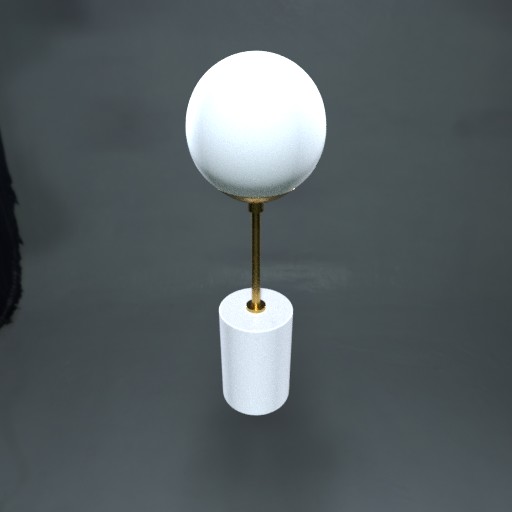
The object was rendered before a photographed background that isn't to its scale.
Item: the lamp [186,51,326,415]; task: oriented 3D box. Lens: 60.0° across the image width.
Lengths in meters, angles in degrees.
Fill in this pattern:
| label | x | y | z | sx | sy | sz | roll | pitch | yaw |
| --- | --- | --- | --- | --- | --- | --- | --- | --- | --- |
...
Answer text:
| label | x | y | z | sx | sy | sz | roll | pitch | yaw |
| --- | --- | --- | --- | --- | --- | --- | --- | --- | --- |
| lamp | 0.000 | 0.000 | 0.571 | 0.153 | 0.480 | 0.153 | 0 | 30 | 0 |
